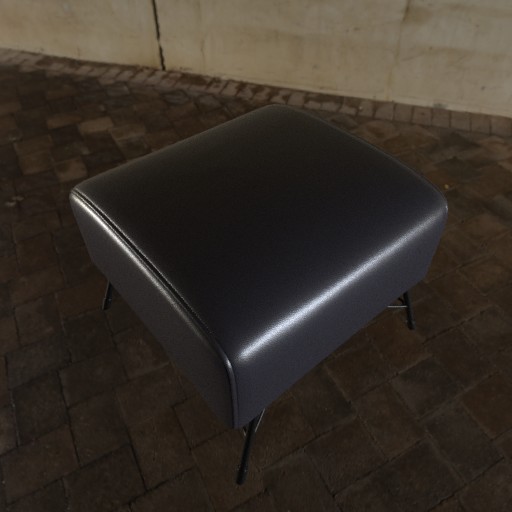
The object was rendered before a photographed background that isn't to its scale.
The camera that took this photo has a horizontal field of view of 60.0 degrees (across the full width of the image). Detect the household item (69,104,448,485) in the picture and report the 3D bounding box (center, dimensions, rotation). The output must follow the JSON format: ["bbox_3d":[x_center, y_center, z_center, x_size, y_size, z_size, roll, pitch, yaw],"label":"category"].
[{"bbox_3d":[0.000,0.000,0.901,0.530,0.410,0.530,-31,53,-27],"label":"household item"}]
